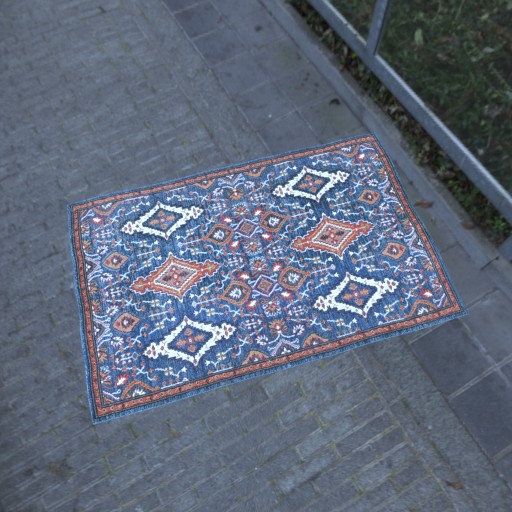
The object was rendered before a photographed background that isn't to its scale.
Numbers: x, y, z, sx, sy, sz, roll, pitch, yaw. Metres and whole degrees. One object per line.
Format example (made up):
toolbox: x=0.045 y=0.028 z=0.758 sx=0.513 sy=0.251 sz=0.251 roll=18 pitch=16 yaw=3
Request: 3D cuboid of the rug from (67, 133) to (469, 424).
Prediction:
rug: x=0.000 y=0.000 z=2.307 sx=1.847 sy=0.014 sz=1.195 roll=-15 pitch=65 yaw=-7
